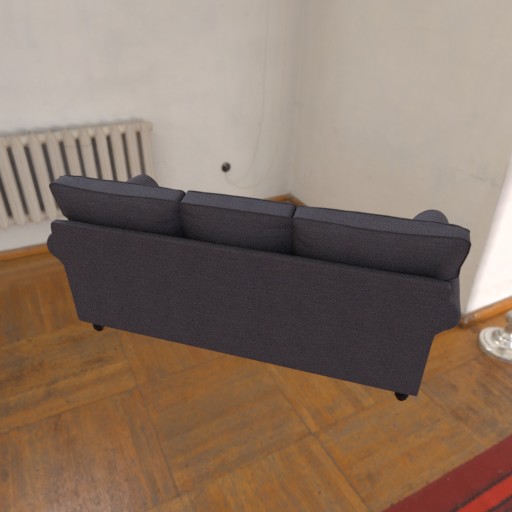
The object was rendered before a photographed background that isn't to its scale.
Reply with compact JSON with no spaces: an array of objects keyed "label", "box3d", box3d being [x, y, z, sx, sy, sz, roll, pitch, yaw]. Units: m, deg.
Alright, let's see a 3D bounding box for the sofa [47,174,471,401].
[{"label":"sofa","box3d":[0.000,0.000,2.534,2.084,0.966,0.909,9,33,15]}]
